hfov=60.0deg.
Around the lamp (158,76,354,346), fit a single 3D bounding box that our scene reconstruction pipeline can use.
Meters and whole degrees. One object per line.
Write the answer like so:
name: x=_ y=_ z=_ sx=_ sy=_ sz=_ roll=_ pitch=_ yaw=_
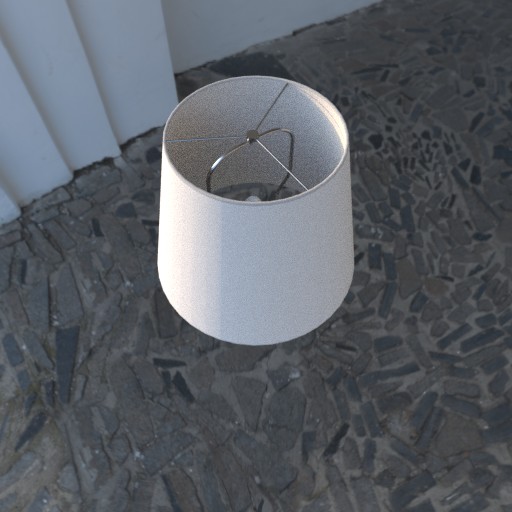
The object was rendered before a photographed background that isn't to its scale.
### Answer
lamp: x=0.000 y=0.000 z=0.814 sx=0.355 sy=0.582 sz=0.355 roll=0 pitch=57 yaw=0
